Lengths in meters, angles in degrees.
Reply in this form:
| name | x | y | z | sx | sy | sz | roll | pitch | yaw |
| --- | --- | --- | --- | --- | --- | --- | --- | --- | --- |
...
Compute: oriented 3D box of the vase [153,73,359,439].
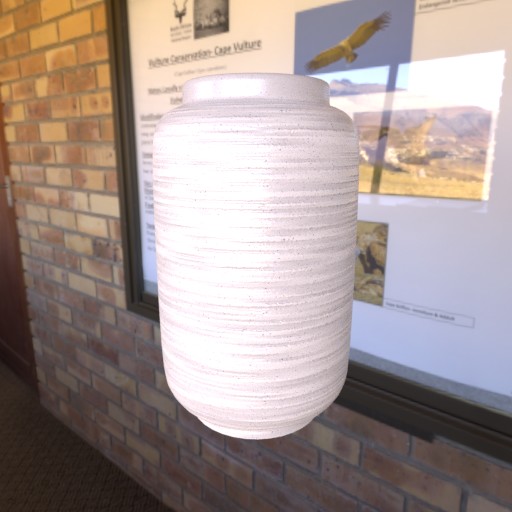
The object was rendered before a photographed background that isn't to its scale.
| name | x | y | z | sx | sy | sz | roll | pitch | yaw |
| --- | --- | --- | --- | --- | --- | --- | --- | --- | --- |
| vase | 0.000 | 0.000 | 0.461 | 0.202 | 0.335 | 0.202 | 0 | 13 | 0 |
